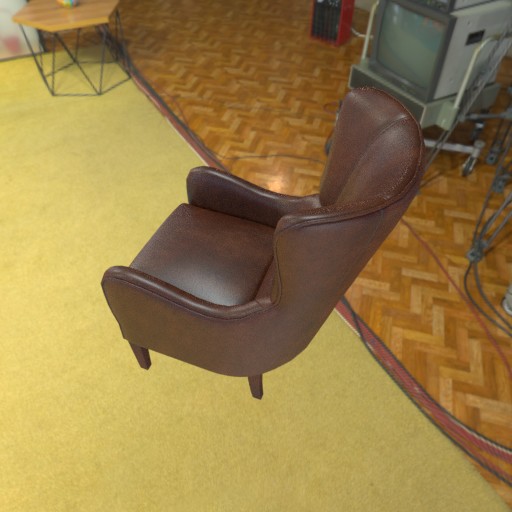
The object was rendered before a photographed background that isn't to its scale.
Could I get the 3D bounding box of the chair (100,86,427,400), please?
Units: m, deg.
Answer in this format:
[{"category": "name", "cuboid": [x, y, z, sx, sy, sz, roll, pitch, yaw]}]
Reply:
[{"category": "chair", "cuboid": [0.000, 0.000, 1.579, 0.914, 1.048, 0.692, 16, 48, 15]}]
